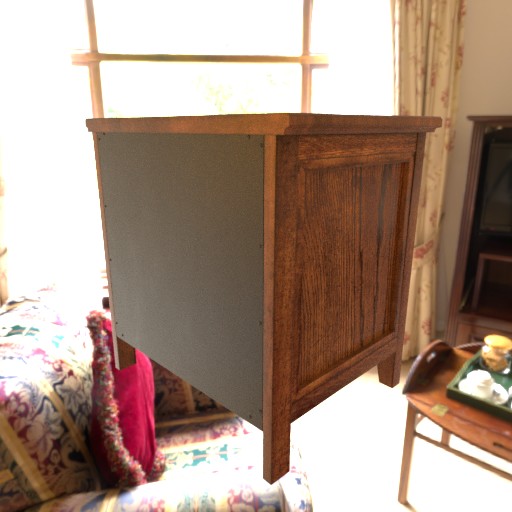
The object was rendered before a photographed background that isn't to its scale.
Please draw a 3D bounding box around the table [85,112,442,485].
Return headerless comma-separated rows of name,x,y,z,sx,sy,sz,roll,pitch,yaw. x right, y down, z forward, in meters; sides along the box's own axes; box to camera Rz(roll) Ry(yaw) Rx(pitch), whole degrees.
table,0.000,0.000,0.997,0.461,0.597,0.586,-15,22,-43
